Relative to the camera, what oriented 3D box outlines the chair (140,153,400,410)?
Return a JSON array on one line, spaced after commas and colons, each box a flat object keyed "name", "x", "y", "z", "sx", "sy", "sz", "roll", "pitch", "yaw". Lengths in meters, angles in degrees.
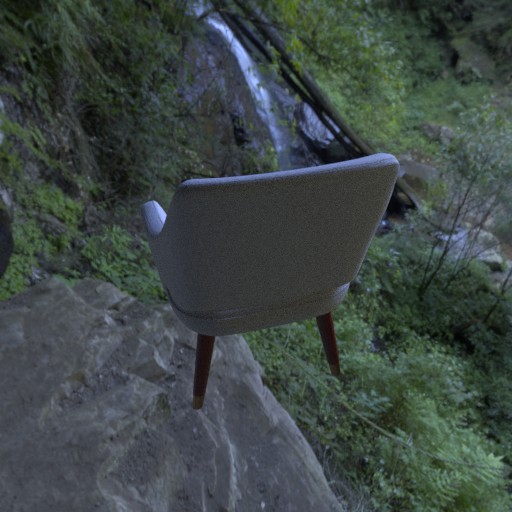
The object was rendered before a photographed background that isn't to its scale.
[{"name": "chair", "x": 0.000, "y": 0.000, "z": 1.289, "sx": 0.609, "sy": 0.889, "sz": 0.600, "roll": -10, "pitch": 43, "yaw": -11}]
